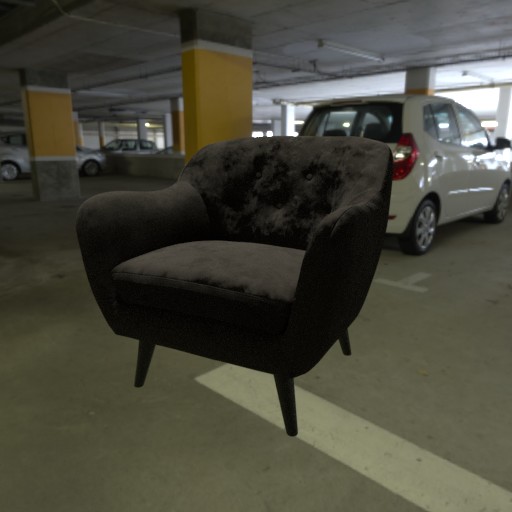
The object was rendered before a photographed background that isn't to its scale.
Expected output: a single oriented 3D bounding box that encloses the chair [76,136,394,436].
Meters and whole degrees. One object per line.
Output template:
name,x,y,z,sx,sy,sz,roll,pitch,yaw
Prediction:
chair,0.000,0.000,1.516,0.840,0.807,0.819,7,16,26
